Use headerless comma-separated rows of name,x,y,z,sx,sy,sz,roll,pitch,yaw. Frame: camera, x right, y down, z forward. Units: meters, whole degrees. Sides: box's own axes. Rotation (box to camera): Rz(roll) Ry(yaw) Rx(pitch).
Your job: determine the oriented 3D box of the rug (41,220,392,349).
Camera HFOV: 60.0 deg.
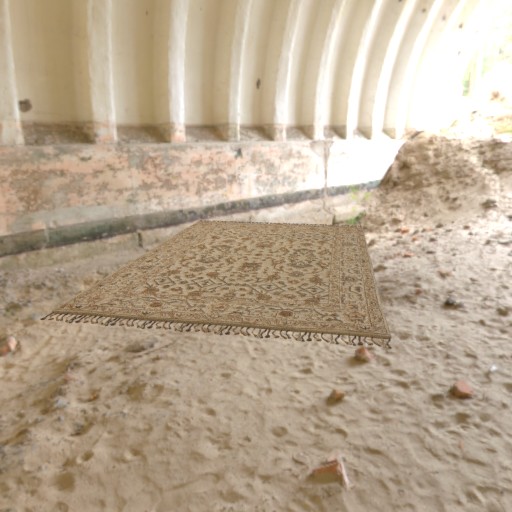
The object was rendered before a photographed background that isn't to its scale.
rug,0.000,0.000,2.987,1.529,0.027,2.434,3,15,10
